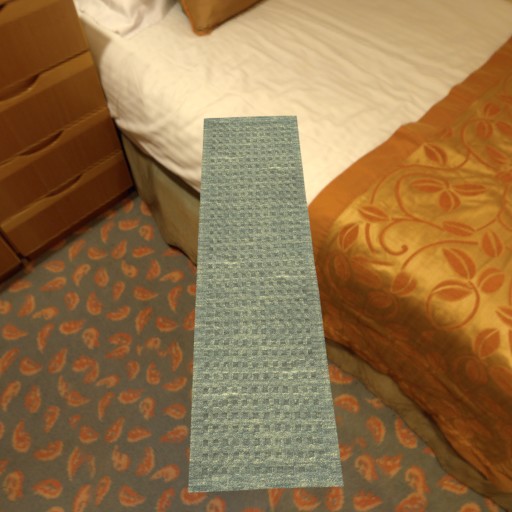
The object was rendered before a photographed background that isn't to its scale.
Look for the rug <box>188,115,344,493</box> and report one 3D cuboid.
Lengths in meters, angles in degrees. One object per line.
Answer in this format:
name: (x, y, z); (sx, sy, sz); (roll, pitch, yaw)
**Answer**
rug: (0.000, 0.000, 2.609); (0.688, 0.008, 2.443); (-2, 57, -1)
